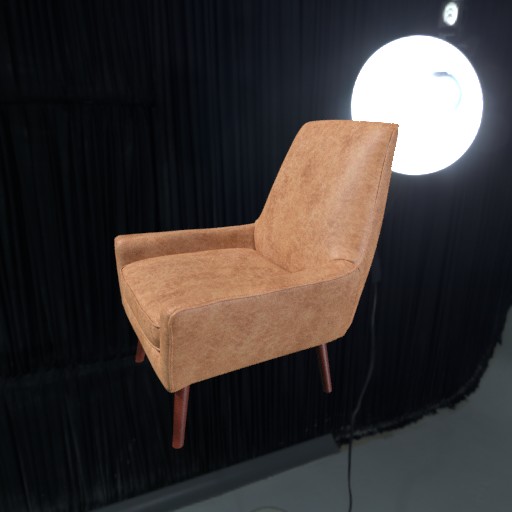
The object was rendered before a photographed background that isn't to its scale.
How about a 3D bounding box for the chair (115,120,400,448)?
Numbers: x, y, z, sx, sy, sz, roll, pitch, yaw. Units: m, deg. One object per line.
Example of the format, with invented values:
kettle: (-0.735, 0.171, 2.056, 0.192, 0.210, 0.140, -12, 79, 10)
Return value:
chair: (0.000, 0.000, 1.508, 0.851, 0.883, 0.753, -8, 19, -25)
